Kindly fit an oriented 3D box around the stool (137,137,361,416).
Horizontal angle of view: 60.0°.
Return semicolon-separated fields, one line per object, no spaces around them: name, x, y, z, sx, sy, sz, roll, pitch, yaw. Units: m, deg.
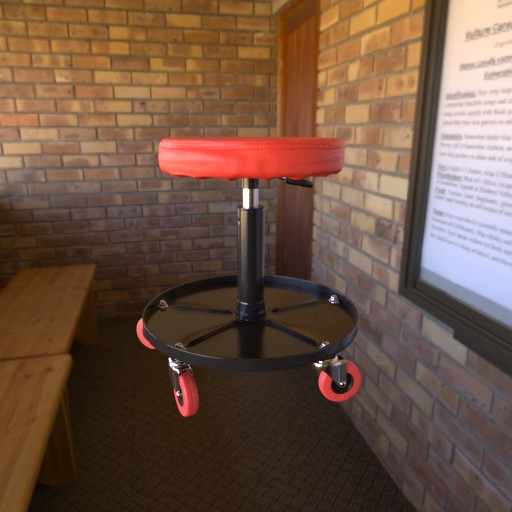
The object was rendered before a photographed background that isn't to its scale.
stool;0.000;0.000;0.708;0.381;0.365;0.382;15;22;42
